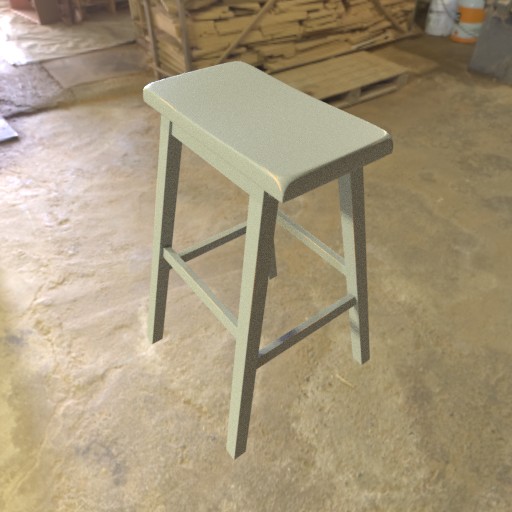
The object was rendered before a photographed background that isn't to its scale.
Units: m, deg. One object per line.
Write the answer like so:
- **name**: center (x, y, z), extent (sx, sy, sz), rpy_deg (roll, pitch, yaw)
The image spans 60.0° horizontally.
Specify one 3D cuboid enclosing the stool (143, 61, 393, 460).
- **stool**: center (0.000, 0.000, 1.055), extent (0.476, 0.737, 0.457), rpy_deg (-27, 49, -26)
